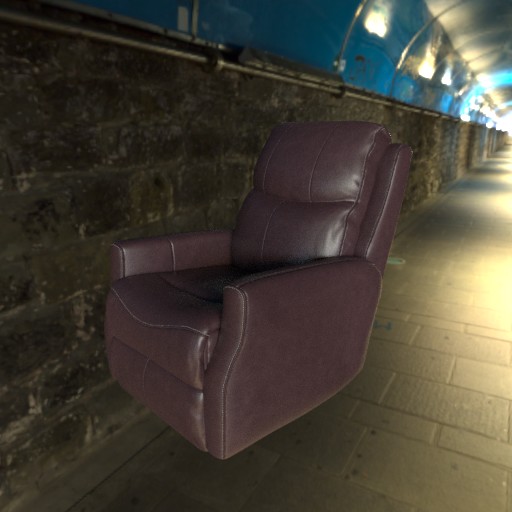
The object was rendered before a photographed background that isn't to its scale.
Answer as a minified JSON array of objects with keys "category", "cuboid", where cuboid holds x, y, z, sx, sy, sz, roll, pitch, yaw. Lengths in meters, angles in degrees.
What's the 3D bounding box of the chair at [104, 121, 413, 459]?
[{"category":"chair","cuboid":[0.000,0.000,1.753,1.080,1.030,0.829,-15,22,-43]}]
